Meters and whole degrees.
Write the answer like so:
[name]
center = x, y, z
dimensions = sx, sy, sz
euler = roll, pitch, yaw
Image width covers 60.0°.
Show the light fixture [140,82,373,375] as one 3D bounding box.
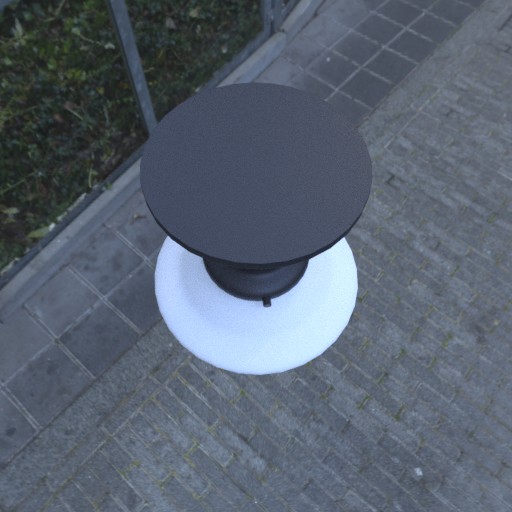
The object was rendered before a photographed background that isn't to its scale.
[light fixture]
center = 0.000, 0.000, 0.400
dimensions = 0.197, 0.254, 0.197
euler = 0, 61, 0
